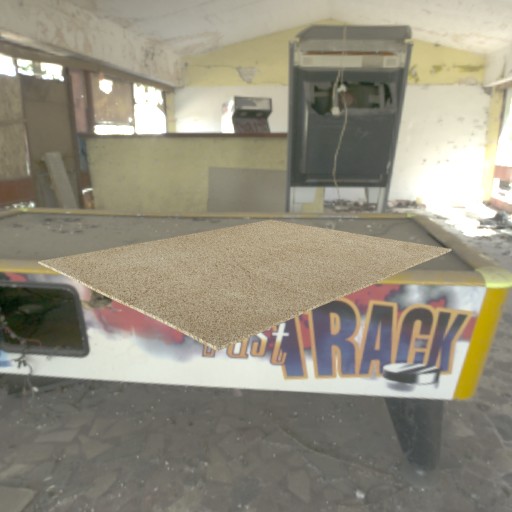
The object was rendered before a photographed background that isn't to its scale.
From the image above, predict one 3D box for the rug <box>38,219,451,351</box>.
[{"bbox_3d":[0.000,0.000,4.103,2.400,0.025,3.000,14,20,43],"label":"rug"}]
